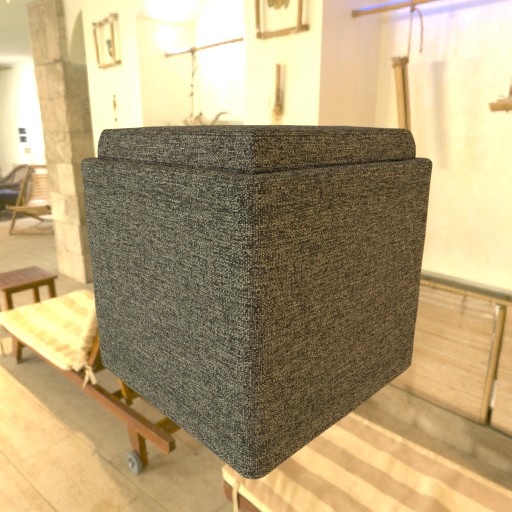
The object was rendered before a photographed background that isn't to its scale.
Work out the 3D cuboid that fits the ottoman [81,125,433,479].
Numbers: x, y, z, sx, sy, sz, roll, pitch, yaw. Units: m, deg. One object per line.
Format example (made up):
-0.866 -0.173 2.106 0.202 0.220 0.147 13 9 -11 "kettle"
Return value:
0.000 0.000 0.817 0.450 0.463 0.450 -15 22 -42 "ottoman"
